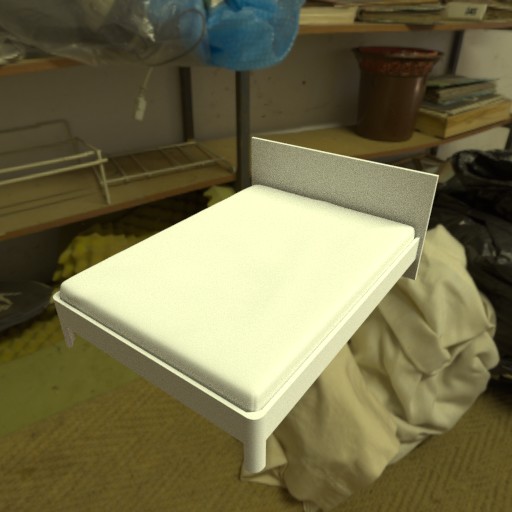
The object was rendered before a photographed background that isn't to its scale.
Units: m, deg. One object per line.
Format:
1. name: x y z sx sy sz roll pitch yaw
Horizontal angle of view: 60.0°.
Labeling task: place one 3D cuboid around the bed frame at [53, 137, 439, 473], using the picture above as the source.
1. bed frame: 0.000 0.000 2.765 1.490 0.800 1.950 21 36 31
